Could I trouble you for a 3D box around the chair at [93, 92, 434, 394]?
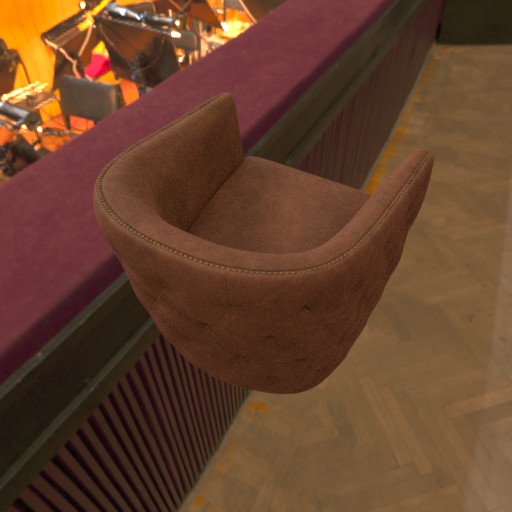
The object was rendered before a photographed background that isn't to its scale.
[{"bbox_3d":[0.000,0.000,1.523,0.850,0.790,0.870,24,50,21],"label":"chair"}]
